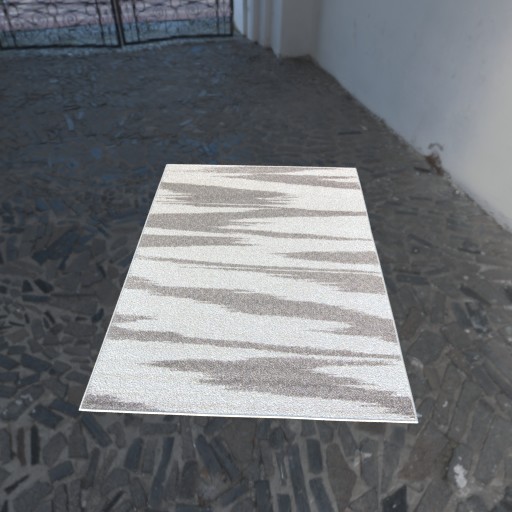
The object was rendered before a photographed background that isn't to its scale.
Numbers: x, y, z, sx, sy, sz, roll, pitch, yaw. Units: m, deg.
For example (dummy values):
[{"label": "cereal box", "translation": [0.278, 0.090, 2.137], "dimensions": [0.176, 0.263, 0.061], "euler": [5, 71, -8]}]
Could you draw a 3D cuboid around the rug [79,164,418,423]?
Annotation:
[{"label": "rug", "translation": [0.000, 0.000, 2.778], "dimensions": [1.533, 0.010, 2.142], "euler": [1, 43, 2]}]
